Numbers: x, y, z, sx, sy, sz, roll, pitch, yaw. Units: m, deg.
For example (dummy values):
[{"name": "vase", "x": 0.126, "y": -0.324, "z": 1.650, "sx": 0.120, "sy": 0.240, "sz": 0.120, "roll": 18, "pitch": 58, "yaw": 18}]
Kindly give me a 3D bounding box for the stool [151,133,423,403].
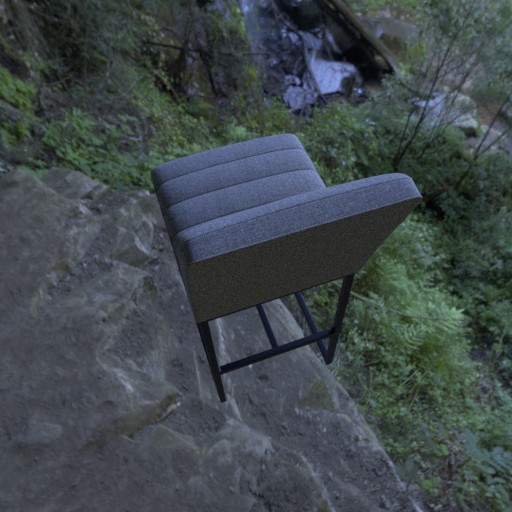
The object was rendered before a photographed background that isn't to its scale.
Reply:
[{"name": "stool", "x": 0.000, "y": 0.000, "z": 1.320, "sx": 0.459, "sy": 1.034, "sz": 0.571, "roll": -17, "pitch": 59, "yaw": -11}]
